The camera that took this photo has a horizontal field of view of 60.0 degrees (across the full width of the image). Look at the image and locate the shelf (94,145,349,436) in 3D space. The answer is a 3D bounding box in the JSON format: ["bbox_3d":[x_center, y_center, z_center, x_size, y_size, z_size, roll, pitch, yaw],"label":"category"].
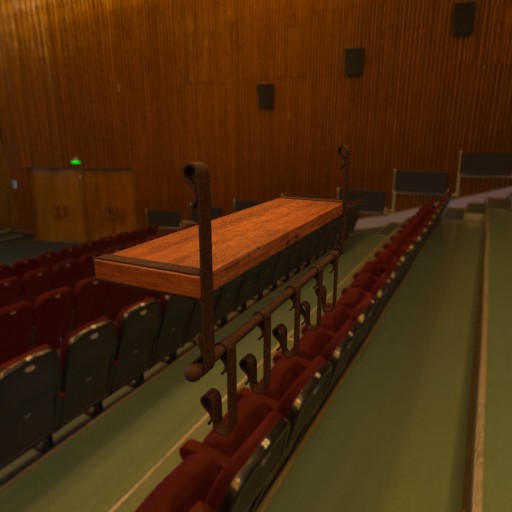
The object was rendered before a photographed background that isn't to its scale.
[{"bbox_3d":[0.000,0.000,0.711,0.146,0.330,0.567,8,18,25],"label":"shelf"}]
